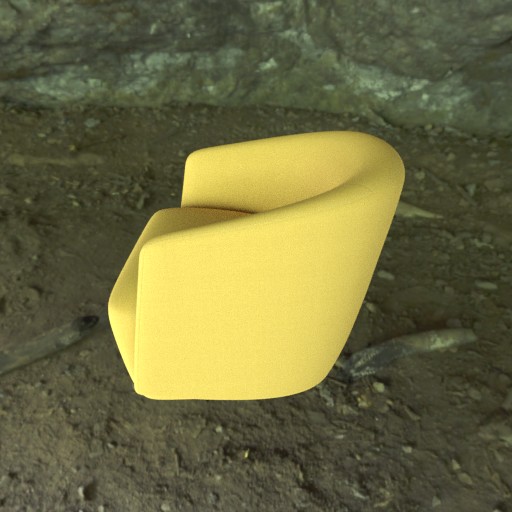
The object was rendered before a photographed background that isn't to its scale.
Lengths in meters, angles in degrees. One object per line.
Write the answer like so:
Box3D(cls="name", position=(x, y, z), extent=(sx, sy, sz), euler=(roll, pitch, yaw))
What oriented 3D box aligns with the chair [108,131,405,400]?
Box3D(cls="chair", position=(0.000, 0.000, 1.365), extent=(0.767, 0.698, 0.773), euler=(0, 27, 0))
